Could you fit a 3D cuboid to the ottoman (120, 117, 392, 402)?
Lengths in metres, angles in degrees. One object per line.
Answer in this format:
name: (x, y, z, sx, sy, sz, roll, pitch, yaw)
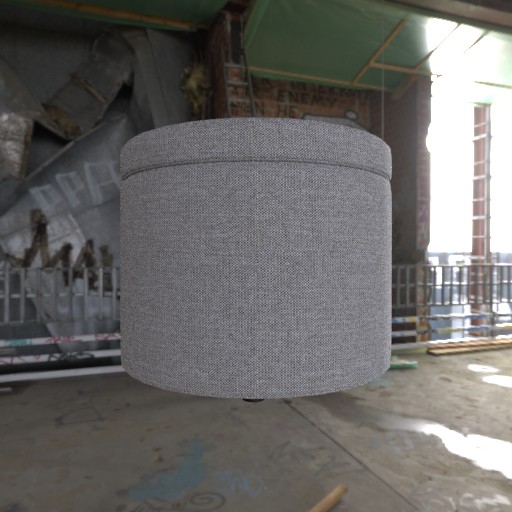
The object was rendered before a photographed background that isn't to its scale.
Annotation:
ottoman: (0.000, 0.000, 0.853, 0.500, 0.419, 0.500, 0, 0, 0)
